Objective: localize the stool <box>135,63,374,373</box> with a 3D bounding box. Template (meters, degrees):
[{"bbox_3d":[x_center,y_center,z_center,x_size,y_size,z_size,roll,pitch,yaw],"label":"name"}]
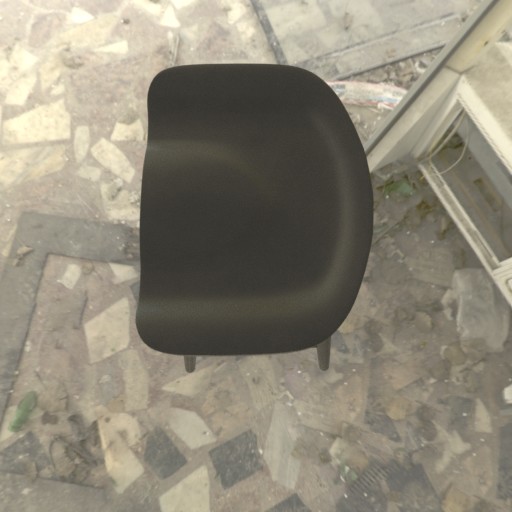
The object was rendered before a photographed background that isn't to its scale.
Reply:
[{"bbox_3d":[0.000,0.000,0.867,0.361,0.615,0.440,-1,75,0],"label":"stool"}]
